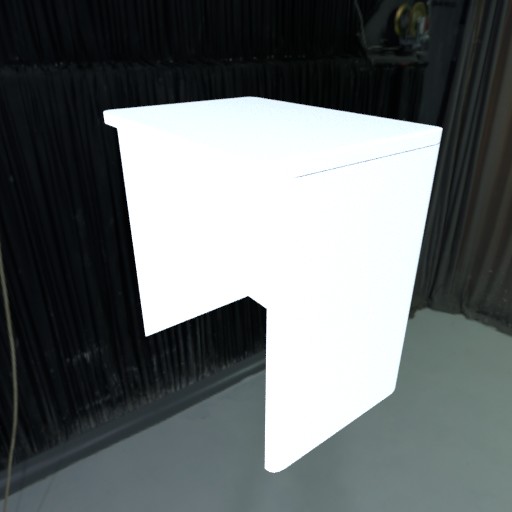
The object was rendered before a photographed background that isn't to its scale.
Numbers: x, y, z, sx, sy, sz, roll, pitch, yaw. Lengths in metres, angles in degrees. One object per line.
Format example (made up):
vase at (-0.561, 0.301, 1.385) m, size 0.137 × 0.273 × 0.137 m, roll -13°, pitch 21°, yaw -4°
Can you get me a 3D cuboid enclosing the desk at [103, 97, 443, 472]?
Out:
desk at (0.000, 0.000, 1.332) m, size 0.549 × 0.800 × 0.762 m, roll -19°, pitch 32°, yaw -33°
